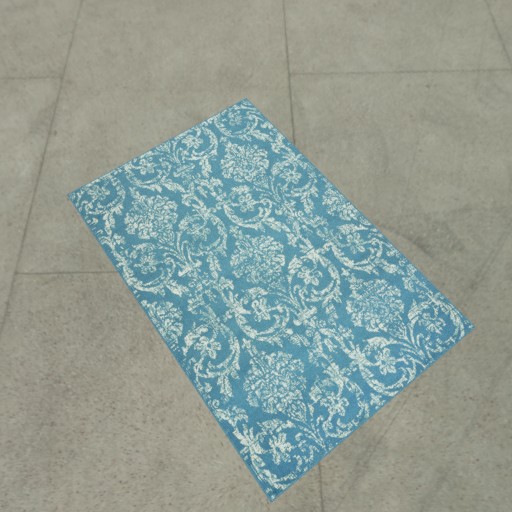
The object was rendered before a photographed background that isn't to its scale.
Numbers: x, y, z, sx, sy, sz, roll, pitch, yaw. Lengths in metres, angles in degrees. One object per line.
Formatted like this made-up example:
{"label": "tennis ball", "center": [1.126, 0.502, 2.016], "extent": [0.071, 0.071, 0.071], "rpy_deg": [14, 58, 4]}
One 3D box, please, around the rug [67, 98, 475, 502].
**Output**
{"label": "rug", "center": [0.000, 0.000, 3.374], "extent": [1.816, 0.018, 2.746], "rpy_deg": [-34, 68, -16]}
